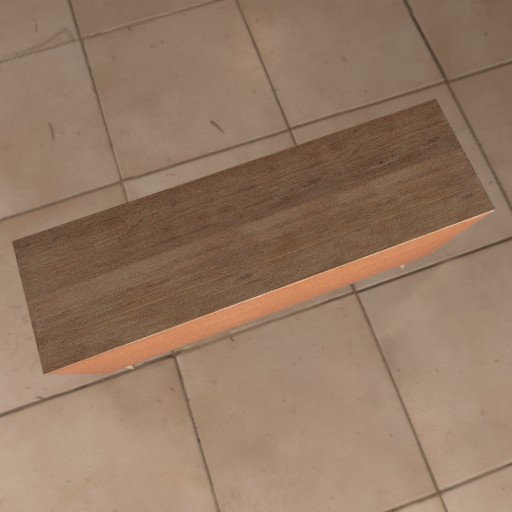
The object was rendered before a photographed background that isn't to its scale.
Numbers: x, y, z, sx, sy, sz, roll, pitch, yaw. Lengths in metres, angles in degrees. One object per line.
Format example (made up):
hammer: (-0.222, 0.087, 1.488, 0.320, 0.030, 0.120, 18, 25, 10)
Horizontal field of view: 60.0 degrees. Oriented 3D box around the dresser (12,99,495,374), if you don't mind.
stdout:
dresser: (0.000, 0.000, 1.867, 1.554, 0.805, 0.455, -20, 76, -5)
